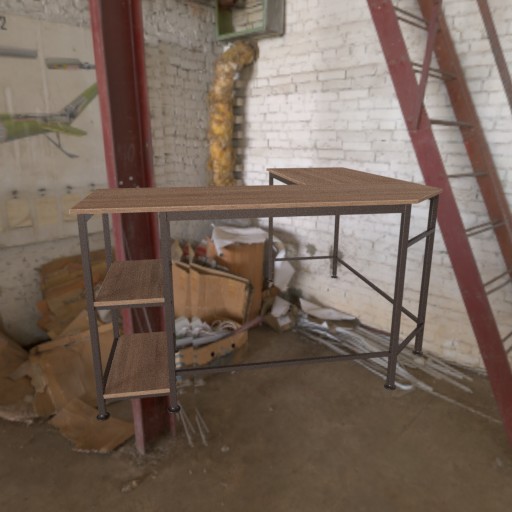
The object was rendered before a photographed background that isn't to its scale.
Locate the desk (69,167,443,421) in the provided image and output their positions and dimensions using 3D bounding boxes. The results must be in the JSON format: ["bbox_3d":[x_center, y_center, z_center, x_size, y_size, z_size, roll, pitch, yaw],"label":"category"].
[{"bbox_3d":[0.000,0.000,2.193,1.379,0.739,1.379,-3,16,-10],"label":"desk"}]
